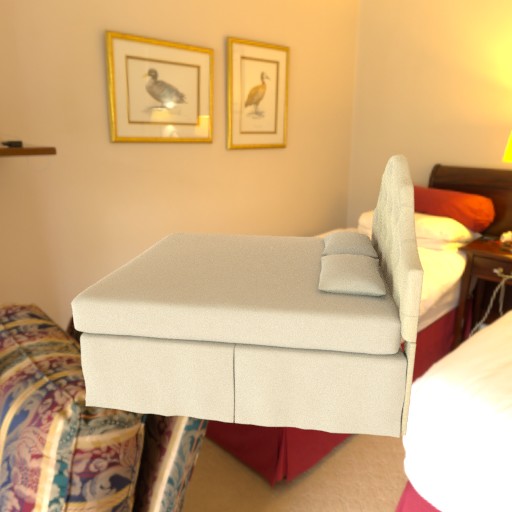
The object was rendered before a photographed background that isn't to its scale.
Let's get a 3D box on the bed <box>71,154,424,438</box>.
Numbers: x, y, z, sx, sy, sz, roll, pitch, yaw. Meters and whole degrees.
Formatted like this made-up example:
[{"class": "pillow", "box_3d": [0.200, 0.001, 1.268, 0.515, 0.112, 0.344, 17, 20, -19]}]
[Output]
[{"class": "bed", "box_3d": [0.000, 0.000, 3.449, 2.086, 1.555, 2.012, 2, 16, 9]}]
